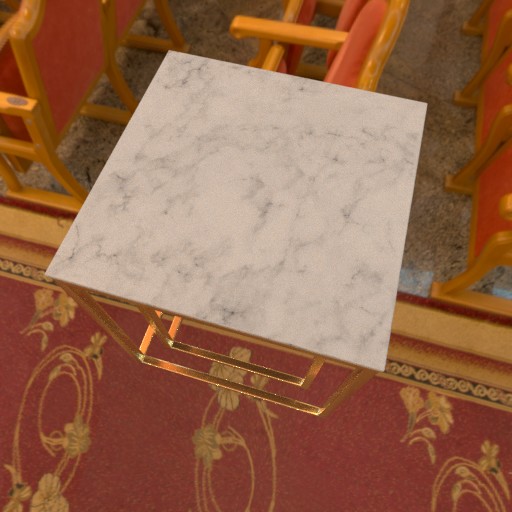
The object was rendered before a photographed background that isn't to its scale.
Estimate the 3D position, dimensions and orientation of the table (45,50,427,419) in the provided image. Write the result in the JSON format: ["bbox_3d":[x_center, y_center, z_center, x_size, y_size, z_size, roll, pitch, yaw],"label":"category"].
[{"bbox_3d":[0.000,0.000,0.875,0.450,0.500,0.450,15,64,7],"label":"table"}]
